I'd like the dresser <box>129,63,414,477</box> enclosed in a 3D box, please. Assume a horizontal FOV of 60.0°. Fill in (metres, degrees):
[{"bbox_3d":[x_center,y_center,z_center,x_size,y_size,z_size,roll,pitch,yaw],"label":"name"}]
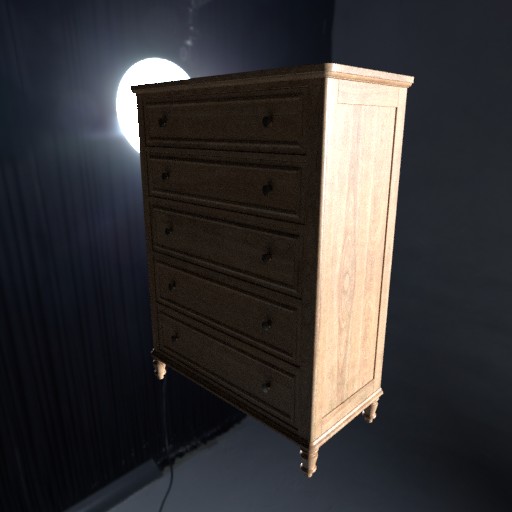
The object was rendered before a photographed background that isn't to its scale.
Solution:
[{"bbox_3d":[0.000,0.000,1.795,0.973,1.318,0.484,15,22,42],"label":"dresser"}]
